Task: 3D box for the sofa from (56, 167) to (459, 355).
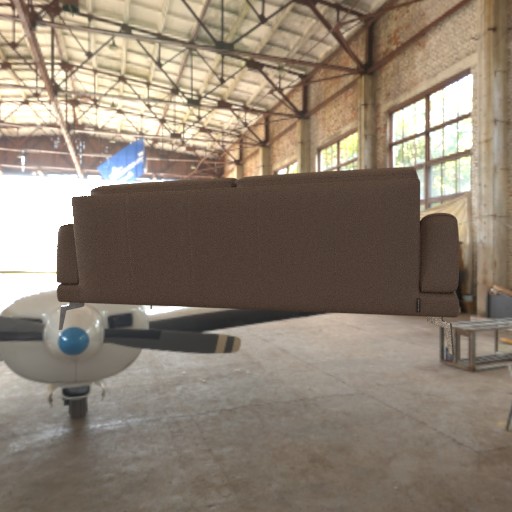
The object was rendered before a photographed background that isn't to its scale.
[{"bbox_3d":[0.000,0.000,2.396,1.940,0.765,0.974,0,0,18],"label":"sofa"}]
